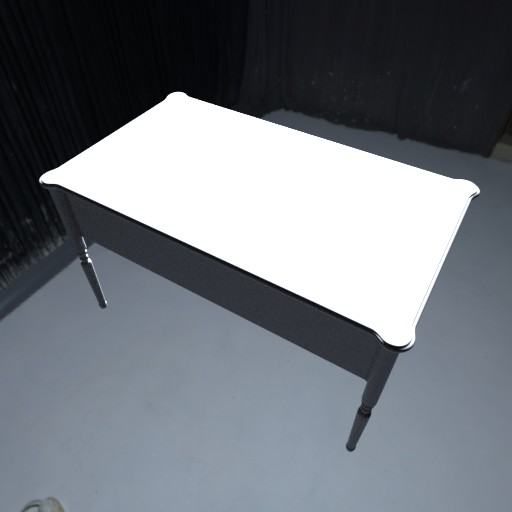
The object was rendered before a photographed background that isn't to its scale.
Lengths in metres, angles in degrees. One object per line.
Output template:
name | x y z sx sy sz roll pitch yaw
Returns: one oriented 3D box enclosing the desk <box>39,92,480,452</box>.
desk | 0.000 0.000 1.841 1.380 0.762 0.807 24 51 21
